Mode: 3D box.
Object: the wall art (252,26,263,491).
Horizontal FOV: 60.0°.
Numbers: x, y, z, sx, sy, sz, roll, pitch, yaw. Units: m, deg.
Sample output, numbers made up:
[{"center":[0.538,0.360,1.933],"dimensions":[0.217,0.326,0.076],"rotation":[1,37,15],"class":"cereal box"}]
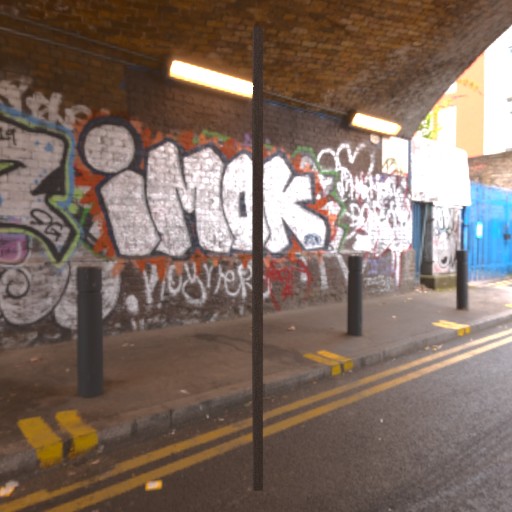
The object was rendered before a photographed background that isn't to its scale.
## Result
[{"center":[0.000,0.000,0.781],"dimensions":[0.013,0.570,0.476],"rotation":[0,2,-1],"class":"wall art"}]
